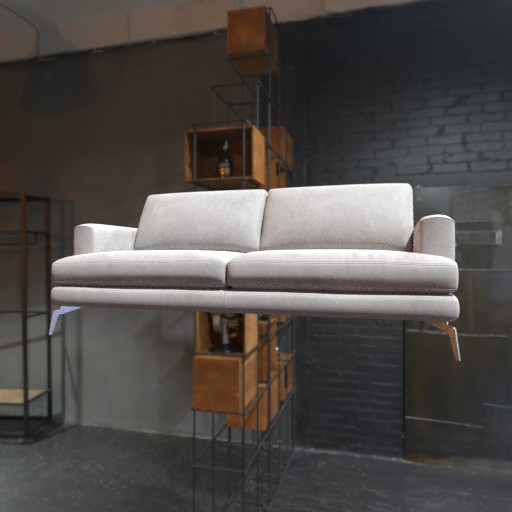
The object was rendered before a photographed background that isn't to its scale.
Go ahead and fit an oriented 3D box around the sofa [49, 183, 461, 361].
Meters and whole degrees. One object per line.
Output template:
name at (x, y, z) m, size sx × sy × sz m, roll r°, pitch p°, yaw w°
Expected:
sofa at (0.000, 0.000, 2.504) m, size 2.013 × 0.830 × 0.980 m, roll 0°, pitch 0°, yaw 17°
